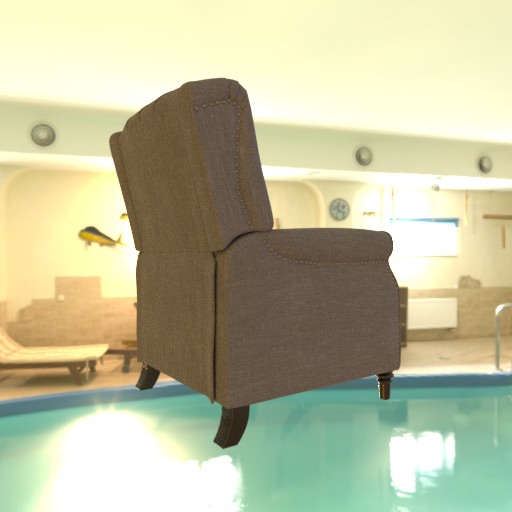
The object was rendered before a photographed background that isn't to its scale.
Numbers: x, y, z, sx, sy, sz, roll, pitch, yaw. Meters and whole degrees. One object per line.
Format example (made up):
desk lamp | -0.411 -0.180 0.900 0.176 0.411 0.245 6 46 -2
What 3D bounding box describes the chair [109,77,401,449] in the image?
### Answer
chair | 0.000 0.000 1.644 0.898 1.035 0.742 0 1 -35
